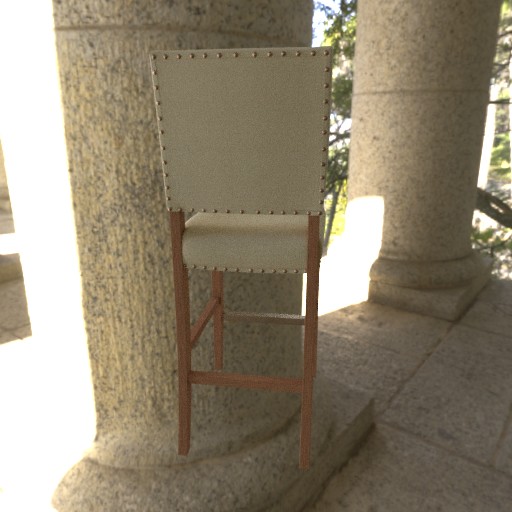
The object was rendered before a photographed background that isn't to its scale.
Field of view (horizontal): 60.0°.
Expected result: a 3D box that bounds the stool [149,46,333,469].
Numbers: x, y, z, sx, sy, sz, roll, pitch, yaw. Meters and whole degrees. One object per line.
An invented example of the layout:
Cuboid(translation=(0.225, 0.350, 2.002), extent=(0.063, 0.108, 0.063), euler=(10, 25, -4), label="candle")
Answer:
Cuboid(translation=(0.000, 0.000, 1.449), extent=(0.445, 1.168, 0.584), euler=(2, 17, 8), label="stool")
